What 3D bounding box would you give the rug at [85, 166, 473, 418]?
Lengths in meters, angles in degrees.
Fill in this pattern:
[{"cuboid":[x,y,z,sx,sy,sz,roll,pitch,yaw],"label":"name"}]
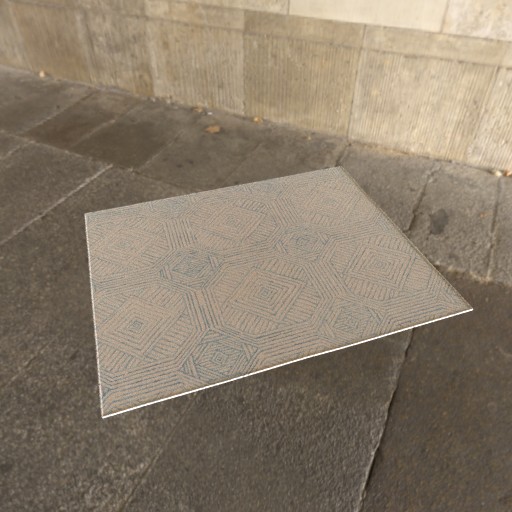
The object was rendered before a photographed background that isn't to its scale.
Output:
[{"cuboid":[0.000,0.000,4.246,3.049,0.015,2.457,-13,44,-14],"label":"rug"}]
